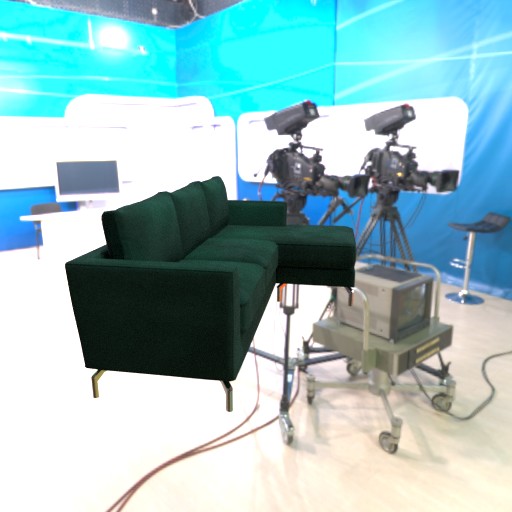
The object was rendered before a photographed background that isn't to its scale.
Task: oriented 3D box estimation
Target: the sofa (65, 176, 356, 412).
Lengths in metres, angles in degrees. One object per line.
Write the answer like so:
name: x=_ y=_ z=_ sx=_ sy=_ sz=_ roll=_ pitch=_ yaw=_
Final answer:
sofa: x=0.000 y=0.000 z=3.243 sx=1.489 sy=1.007 sz=2.441 roll=2 pitch=15 yaw=9
